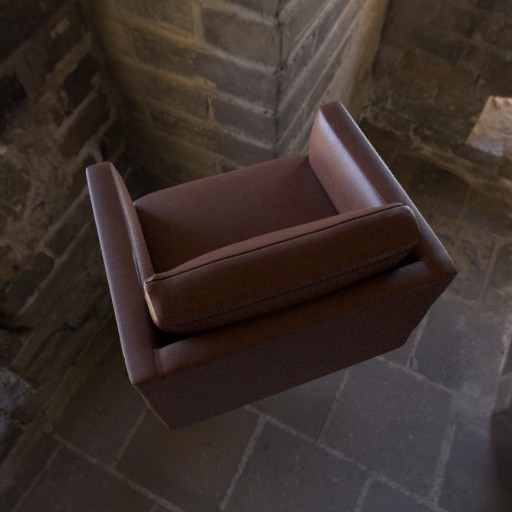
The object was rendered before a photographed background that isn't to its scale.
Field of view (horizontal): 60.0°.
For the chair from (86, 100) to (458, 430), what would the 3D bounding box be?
[{"bbox_3d":[0.000,0.000,1.819,1.107,0.917,0.959,-17,59,-11],"label":"chair"}]
